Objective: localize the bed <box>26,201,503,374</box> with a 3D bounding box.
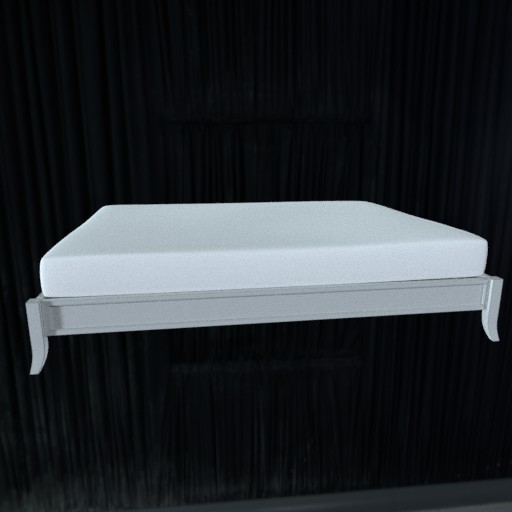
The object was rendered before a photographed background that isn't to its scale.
[{"bbox_3d":[0.000,0.000,2.665,2.108,0.510,1.604,-2,15,-8],"label":"bed"}]
